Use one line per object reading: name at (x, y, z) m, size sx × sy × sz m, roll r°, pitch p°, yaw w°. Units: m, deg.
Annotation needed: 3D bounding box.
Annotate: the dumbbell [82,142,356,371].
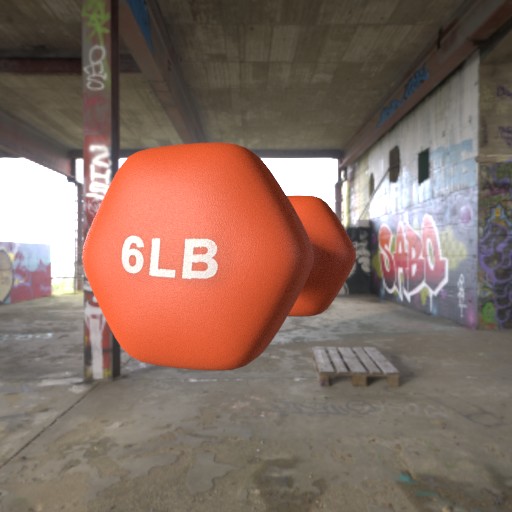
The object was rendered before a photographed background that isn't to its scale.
dumbbell at (0.000, 0.000, 0.206) m, size 0.079 × 0.071 × 0.162 m, roll 0°, pitch 0°, yaw 19°
